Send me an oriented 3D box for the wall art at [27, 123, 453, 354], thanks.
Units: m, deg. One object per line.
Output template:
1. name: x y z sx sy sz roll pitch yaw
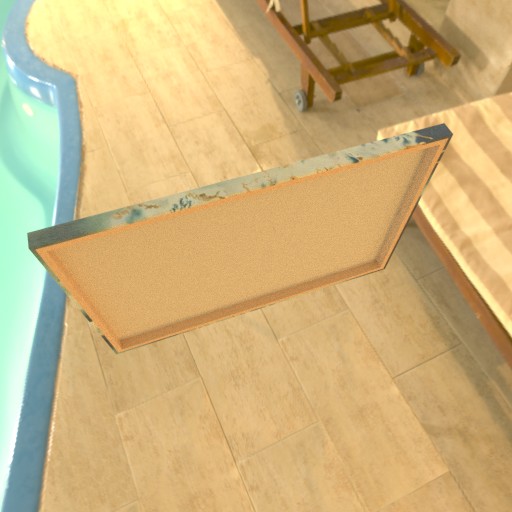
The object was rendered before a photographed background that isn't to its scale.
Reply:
1. wall art: 0.000 0.000 1.174 0.912 0.608 0.038 -17 60 -10
